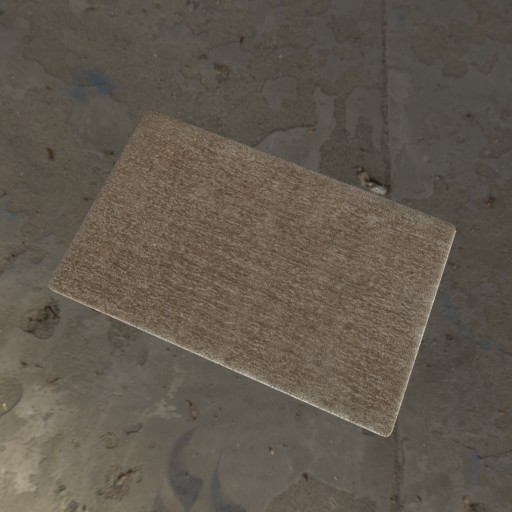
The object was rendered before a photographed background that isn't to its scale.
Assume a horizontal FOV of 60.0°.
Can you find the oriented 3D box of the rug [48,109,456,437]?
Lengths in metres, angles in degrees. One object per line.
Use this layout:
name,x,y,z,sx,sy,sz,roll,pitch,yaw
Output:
rug,0.000,0.000,3.095,2.469,0.024,1.539,22,75,6
